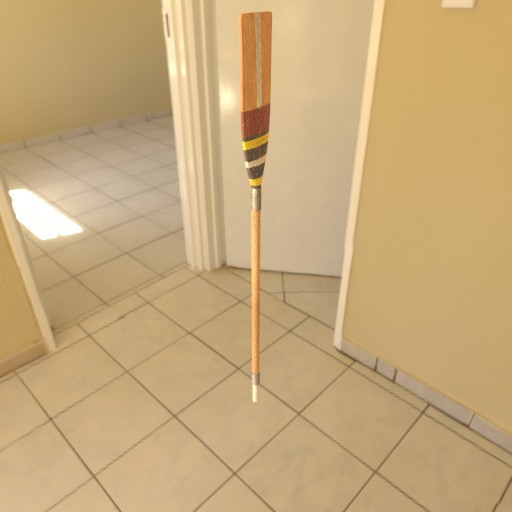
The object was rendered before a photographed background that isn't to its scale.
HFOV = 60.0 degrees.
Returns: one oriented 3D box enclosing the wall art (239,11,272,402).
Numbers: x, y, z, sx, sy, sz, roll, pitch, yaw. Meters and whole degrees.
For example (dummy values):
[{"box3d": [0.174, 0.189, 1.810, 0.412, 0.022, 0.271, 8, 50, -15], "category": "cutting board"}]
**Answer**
[{"box3d": [0.000, 0.000, 1.611, 0.038, 1.556, 0.146, 20, 38, 29], "category": "wall art"}]
